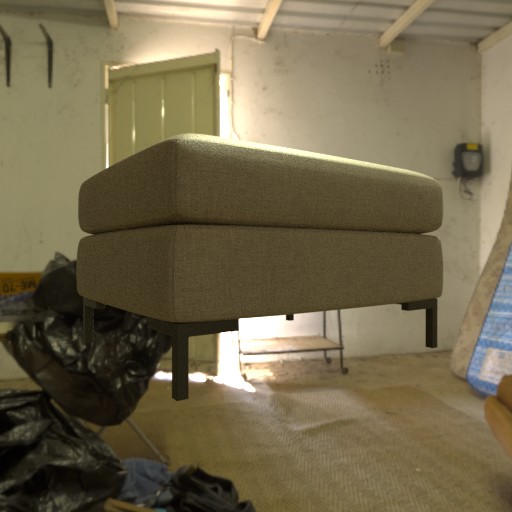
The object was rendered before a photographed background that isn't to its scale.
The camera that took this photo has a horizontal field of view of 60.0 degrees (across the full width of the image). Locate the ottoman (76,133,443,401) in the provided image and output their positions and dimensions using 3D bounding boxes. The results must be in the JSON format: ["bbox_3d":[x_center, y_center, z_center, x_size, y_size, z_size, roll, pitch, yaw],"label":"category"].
[{"bbox_3d":[0.000,0.000,1.224,0.820,0.490,0.671,0,0,-35],"label":"ottoman"}]
